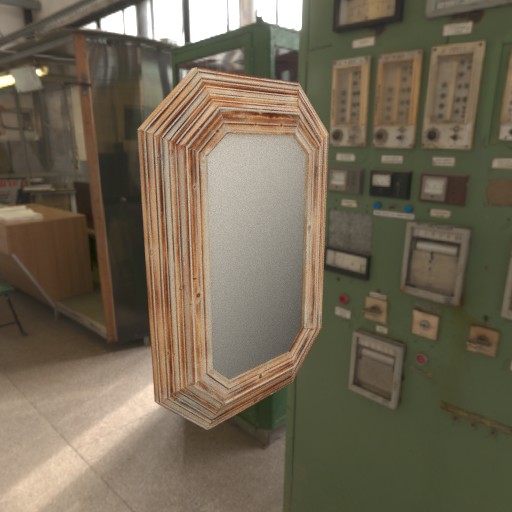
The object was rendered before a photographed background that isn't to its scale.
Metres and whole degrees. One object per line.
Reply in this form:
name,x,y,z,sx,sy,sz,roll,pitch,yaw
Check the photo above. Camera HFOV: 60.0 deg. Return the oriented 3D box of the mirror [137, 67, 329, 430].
mirror,0.000,0.000,1.331,0.709,1.015,0.061,-14,20,-43
